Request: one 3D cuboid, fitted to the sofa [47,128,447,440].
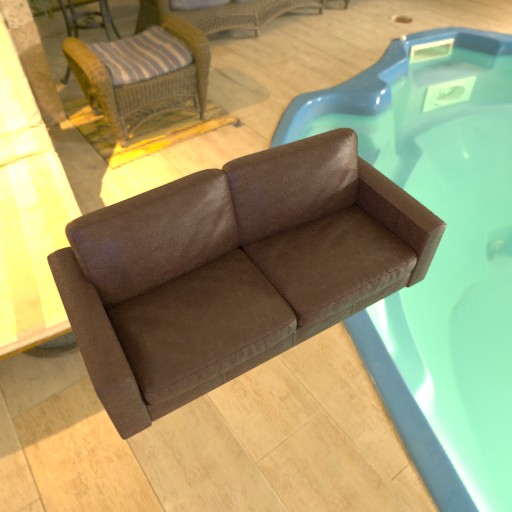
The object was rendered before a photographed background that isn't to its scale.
[{"bbox_3d":[0.000,0.000,2.682,2.179,0.873,1.016,-23,51,-20],"label":"sofa"}]
